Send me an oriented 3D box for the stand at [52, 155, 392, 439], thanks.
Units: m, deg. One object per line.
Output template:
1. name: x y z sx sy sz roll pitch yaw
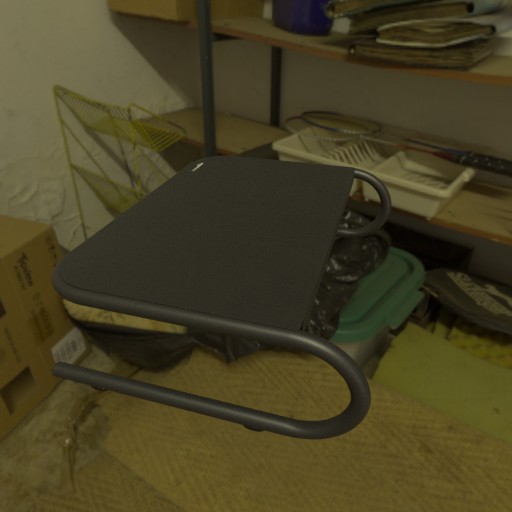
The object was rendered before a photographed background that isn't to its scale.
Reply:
1. stand: 0.000 0.000 0.498 0.280 0.108 0.370 9 31 15
